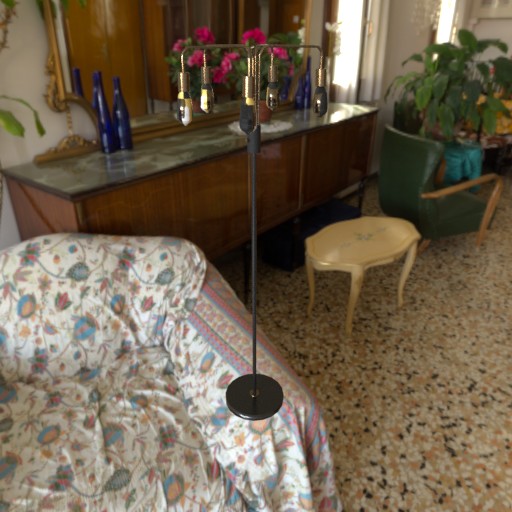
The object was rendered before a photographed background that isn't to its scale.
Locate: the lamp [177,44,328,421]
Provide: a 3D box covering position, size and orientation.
[{"bbox_3d":[0.000,0.000,1.999,0.572,1.721,0.599,1,27,2],"label":"lamp"}]
